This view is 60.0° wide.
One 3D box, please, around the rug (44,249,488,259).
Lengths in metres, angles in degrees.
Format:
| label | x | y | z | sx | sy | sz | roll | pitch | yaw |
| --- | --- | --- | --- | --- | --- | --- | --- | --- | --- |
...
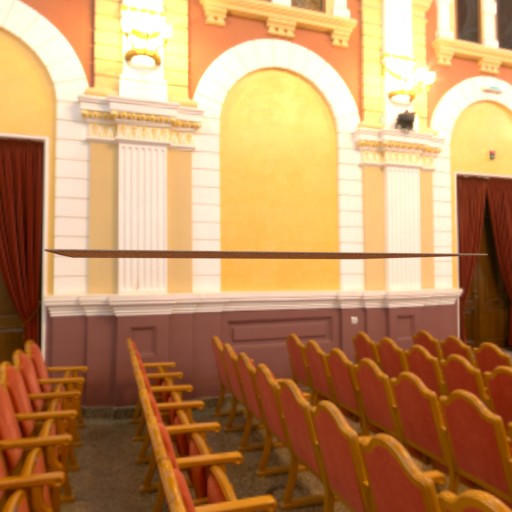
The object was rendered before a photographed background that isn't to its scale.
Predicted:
| label | x | y | z | sx | sy | sz | roll | pitch | yaw |
| --- | --- | --- | --- | --- | --- | --- | --- | --- | --- |
| rug | 0.000 | 0.000 | 3.003 | 2.438 | 0.011 | 1.524 | 0 | -1 | -18 |
